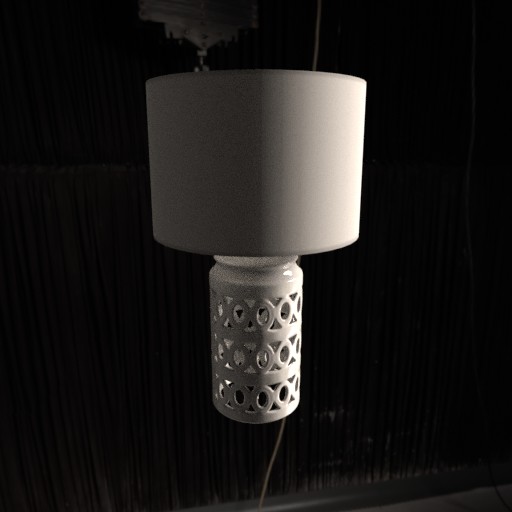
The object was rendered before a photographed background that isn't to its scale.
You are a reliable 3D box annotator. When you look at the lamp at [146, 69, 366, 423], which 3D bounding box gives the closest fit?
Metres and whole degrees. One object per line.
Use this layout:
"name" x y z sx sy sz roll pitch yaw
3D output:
"lamp" 0.000 0.000 0.696 0.310 0.502 0.310 0 15 0
